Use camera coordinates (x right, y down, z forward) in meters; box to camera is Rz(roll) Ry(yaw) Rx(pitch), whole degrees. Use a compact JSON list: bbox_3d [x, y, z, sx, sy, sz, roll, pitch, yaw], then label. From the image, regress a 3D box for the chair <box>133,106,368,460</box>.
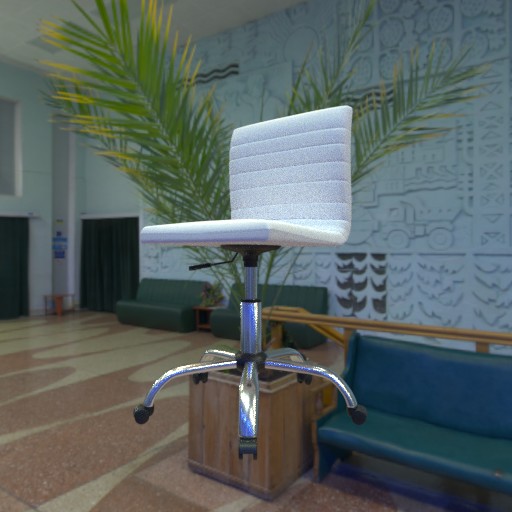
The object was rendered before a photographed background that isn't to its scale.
[{"bbox_3d":[0.000,0.000,1.140,0.556,0.780,0.530,0,1,37],"label":"chair"}]
